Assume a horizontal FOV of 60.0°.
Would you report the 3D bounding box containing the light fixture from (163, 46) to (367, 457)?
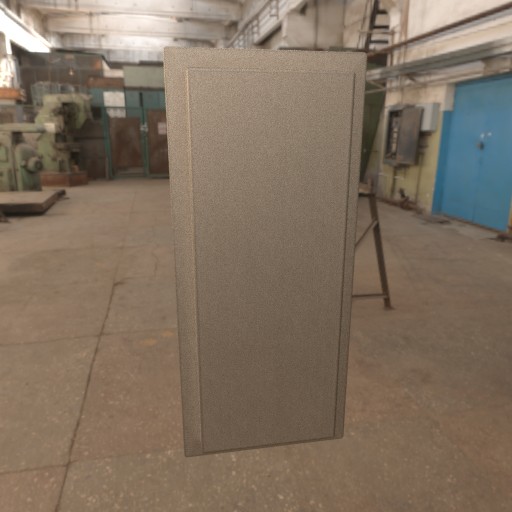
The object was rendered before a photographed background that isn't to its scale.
[{"bbox_3d":[0.000,0.000,0.467,0.168,0.380,0.160,-3,16,-10],"label":"light fixture"}]
